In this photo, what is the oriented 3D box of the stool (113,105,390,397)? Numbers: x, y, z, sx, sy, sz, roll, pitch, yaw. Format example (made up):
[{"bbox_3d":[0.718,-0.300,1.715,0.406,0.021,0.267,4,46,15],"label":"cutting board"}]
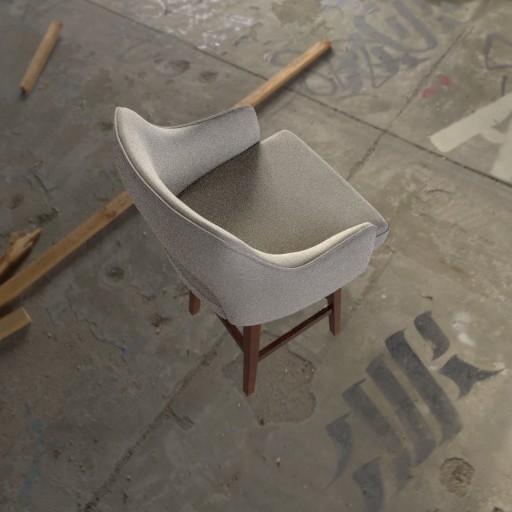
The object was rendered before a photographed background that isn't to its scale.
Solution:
[{"bbox_3d":[0.000,0.000,1.326,0.560,1.041,0.550,-30,62,-18],"label":"stool"}]
